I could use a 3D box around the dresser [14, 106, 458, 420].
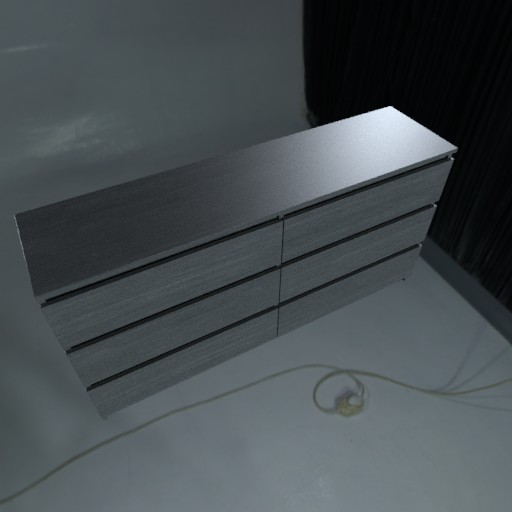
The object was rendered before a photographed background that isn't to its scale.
[{"bbox_3d":[0.000,0.000,1.881,1.590,0.795,0.400,-21,49,-20],"label":"dresser"}]
